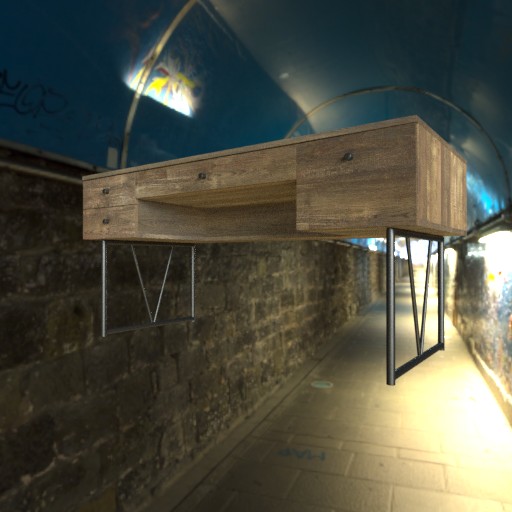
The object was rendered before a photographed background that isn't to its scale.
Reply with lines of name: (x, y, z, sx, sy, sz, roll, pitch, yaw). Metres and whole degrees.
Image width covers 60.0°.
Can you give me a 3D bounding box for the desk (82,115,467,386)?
desk: (0.000, 0.000, 1.983, 1.600, 0.780, 0.730, 0, 0, 36)
